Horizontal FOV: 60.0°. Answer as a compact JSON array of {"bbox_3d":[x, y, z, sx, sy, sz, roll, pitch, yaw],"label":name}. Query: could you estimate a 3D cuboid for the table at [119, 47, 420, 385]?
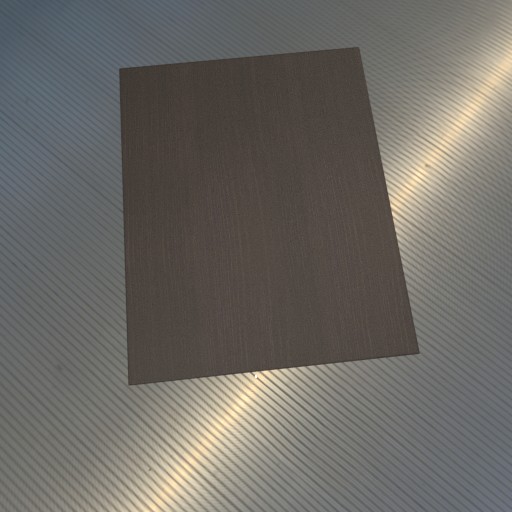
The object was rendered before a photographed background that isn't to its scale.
[{"bbox_3d":[0.000,0.000,0.943,0.381,0.635,0.480,-6,75,-2],"label":"table"}]
